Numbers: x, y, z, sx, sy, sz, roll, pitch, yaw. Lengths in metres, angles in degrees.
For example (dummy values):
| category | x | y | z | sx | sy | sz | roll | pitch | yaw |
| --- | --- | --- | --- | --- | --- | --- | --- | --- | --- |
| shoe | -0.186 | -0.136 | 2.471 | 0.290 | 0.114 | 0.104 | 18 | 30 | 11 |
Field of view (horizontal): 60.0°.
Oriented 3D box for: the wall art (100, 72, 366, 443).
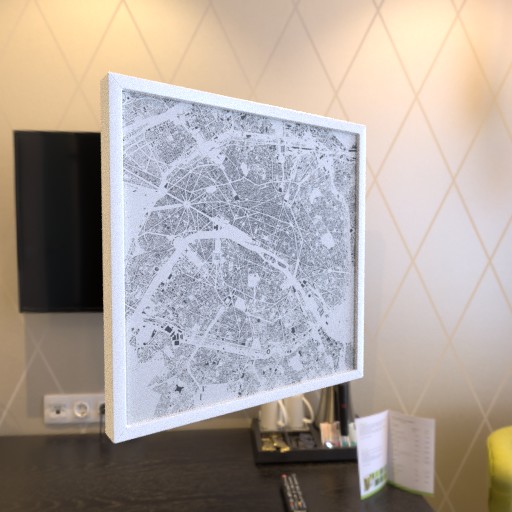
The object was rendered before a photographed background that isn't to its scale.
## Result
| category | x | y | z | sx | sy | sz | roll | pitch | yaw |
| --- | --- | --- | --- | --- | --- | --- | --- | --- | --- |
| wall art | 0.000 | 0.000 | 0.763 | 0.508 | 0.508 | 0.038 | -2 | 3 | -35 |
